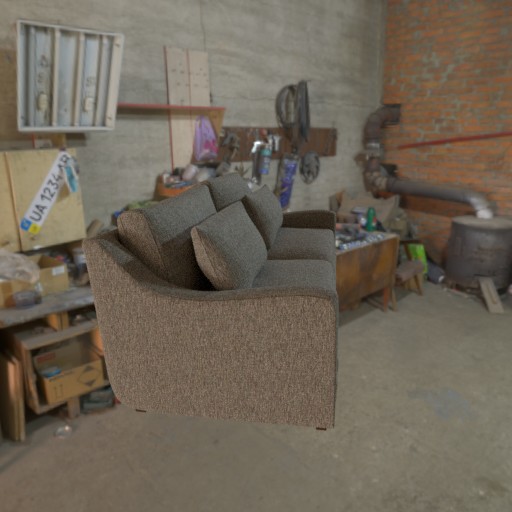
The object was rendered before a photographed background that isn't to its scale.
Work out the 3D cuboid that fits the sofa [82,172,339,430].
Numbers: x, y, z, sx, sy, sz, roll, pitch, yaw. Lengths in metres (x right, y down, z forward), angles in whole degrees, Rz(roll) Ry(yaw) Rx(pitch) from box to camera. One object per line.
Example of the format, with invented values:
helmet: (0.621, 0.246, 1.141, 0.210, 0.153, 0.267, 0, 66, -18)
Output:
sofa: (0.000, 0.000, 3.002, 1.103, 0.998, 2.418, 2, 15, 9)
